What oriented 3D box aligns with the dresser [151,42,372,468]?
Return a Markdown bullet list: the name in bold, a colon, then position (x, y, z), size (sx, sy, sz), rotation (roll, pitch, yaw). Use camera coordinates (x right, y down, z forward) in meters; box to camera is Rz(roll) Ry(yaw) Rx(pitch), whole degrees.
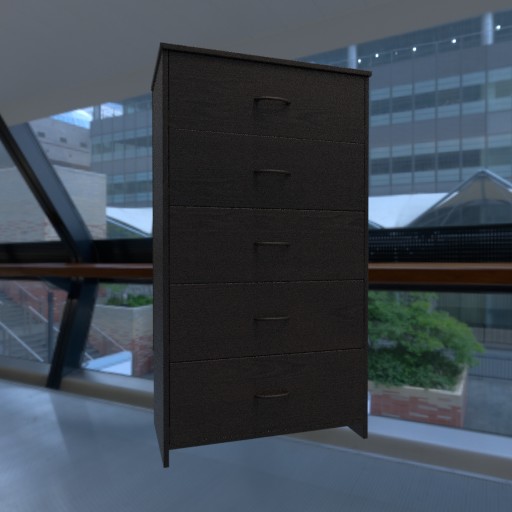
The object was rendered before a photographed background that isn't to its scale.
- **dresser**: position (0.000, 0.000, 1.585), size (0.704, 1.254, 0.418), rotation (0, 1, -17)
